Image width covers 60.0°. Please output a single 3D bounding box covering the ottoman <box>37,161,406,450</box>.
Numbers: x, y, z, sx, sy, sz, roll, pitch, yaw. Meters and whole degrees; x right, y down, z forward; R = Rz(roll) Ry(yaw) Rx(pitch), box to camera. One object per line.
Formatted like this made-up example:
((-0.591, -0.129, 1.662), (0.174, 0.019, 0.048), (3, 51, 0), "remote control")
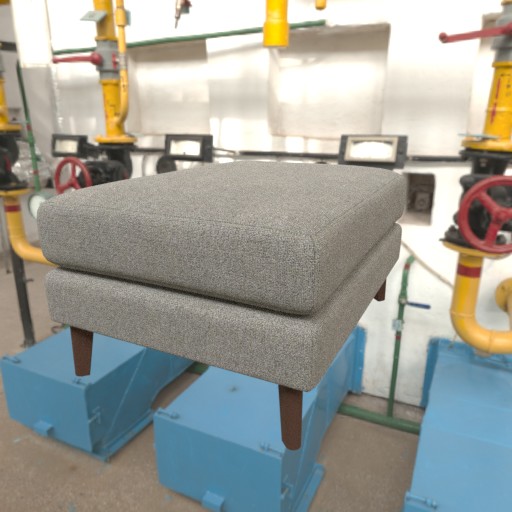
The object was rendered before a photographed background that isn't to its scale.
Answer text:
((0.000, 0.000, 1.154), (0.611, 0.441, 0.821), (9, 19, 25), "ottoman")
